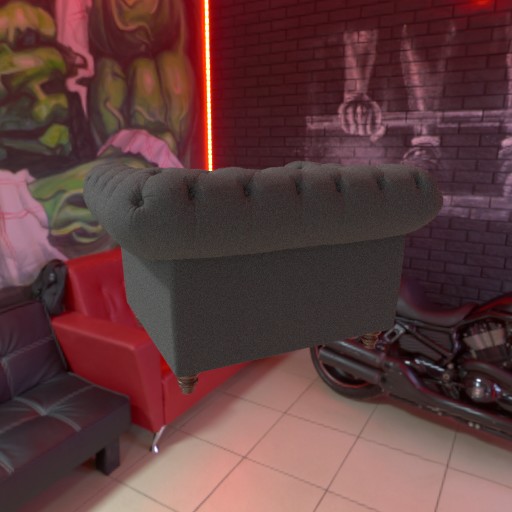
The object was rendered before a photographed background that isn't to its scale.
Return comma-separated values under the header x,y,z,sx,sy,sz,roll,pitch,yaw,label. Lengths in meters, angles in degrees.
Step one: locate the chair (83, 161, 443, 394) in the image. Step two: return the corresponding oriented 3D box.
x,y,z,sx,sy,sz,roll,pitch,yaw,label
0.000,0.000,1.875,1.270,0.770,0.976,-7,15,-26,chair
